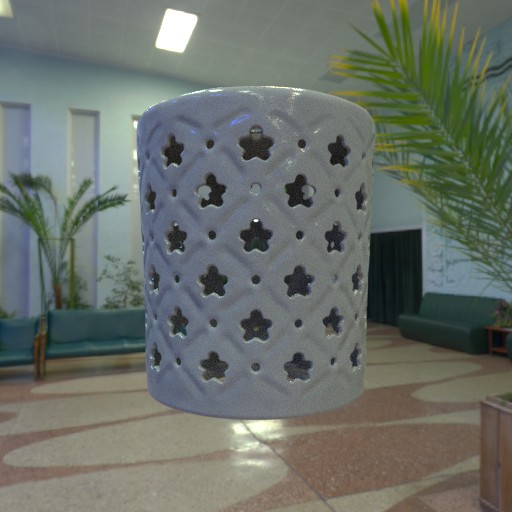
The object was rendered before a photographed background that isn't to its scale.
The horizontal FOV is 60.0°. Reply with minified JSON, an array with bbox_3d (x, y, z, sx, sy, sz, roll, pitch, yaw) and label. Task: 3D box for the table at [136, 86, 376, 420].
[{"bbox_3d":[0.000,0.000,0.668,0.352,0.387,0.352,0,-1,0],"label":"table"}]
